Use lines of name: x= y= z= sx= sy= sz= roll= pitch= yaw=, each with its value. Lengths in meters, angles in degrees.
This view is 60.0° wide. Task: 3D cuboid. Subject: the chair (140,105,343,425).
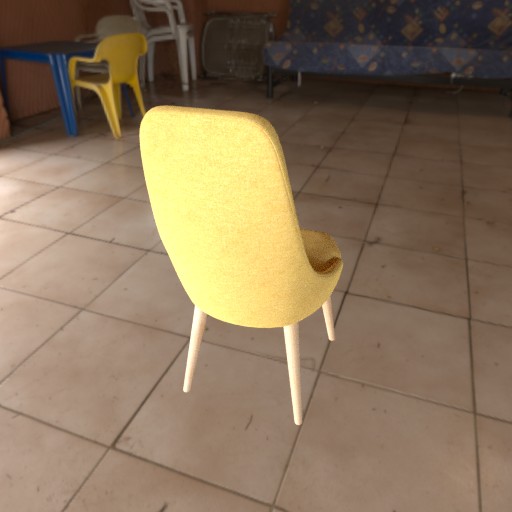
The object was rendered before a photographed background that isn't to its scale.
chair: x=0.000 y=0.000 z=1.401 sx=0.510 sy=1.040 sz=0.660 roll=10 pitch=33 yaw=17
